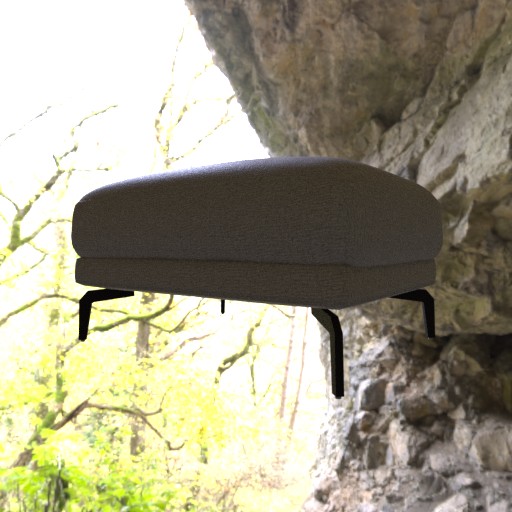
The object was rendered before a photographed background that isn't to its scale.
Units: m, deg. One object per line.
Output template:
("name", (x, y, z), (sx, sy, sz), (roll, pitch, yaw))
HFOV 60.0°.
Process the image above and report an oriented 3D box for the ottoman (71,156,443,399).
("ottoman", (0.000, 0.000, 1.088), (0.772, 0.420, 0.568), (1, 2, 36))
